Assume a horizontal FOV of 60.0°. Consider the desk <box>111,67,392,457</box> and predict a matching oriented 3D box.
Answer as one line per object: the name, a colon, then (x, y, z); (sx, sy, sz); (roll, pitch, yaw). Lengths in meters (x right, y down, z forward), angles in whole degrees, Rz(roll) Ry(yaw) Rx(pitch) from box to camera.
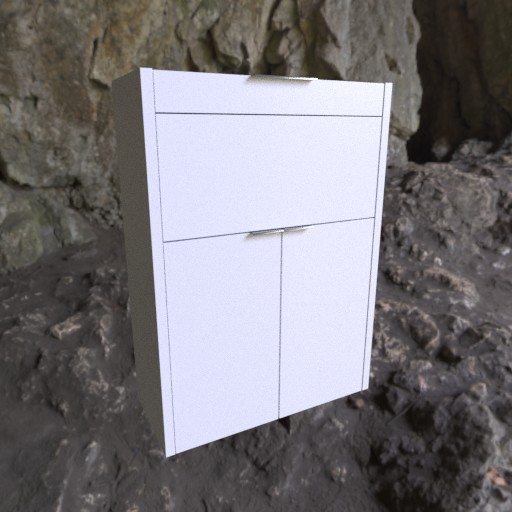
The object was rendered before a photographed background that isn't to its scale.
desk: (0.000, 0.000, 1.620); (0.850, 1.190, 0.390); (-8, 18, -27)
